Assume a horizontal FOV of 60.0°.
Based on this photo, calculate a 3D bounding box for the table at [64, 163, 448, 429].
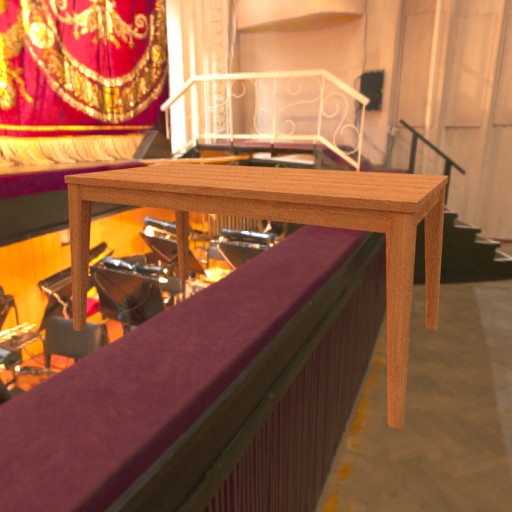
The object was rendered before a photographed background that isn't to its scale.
[{"bbox_3d":[0.000,0.000,2.123,1.600,0.760,0.900,9,18,27],"label":"table"}]
